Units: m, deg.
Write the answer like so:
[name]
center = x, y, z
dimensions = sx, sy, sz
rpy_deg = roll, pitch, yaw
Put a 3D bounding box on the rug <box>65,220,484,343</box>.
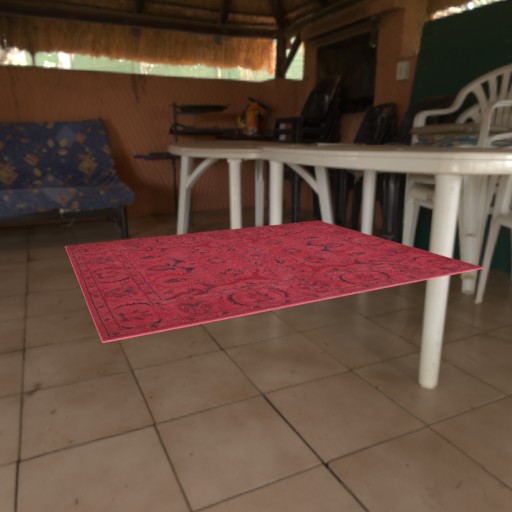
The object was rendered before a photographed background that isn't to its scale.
[rug]
center = 0.000, 0.000, 3.890
dimensions = 2.929, 0.012, 2.300
rpy_deg = -8, 17, -26
